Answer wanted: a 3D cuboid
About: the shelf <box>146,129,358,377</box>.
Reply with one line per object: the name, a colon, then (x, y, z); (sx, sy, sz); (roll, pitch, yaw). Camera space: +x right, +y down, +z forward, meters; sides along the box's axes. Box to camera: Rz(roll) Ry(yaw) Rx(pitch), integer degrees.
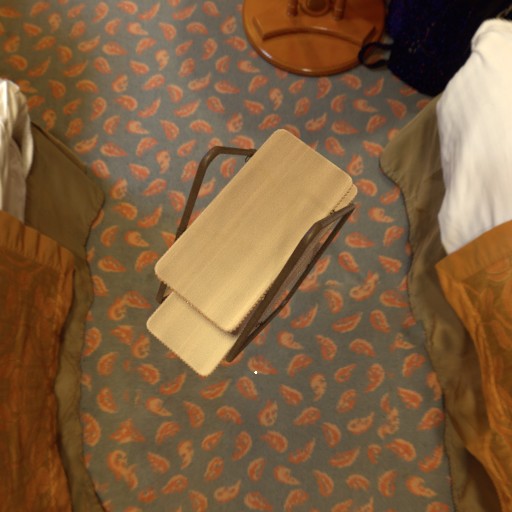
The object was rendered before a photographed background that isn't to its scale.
shelf: (0.000, 0.000, 1.100); (0.234, 0.774, 0.609); (38, 78, 9)
